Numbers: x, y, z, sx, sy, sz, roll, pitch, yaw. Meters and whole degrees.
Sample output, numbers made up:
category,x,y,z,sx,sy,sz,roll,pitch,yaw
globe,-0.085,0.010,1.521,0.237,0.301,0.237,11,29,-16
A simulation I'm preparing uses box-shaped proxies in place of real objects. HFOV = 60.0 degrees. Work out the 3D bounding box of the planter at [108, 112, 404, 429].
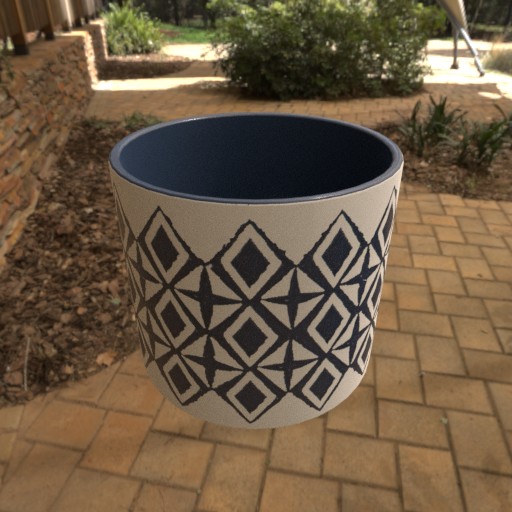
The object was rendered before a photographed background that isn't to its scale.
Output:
category,x,y,z,sx,sy,sz,roll,pitch,yaw
planter,0.000,0.000,0.398,0.224,0.203,0.224,0,31,0
